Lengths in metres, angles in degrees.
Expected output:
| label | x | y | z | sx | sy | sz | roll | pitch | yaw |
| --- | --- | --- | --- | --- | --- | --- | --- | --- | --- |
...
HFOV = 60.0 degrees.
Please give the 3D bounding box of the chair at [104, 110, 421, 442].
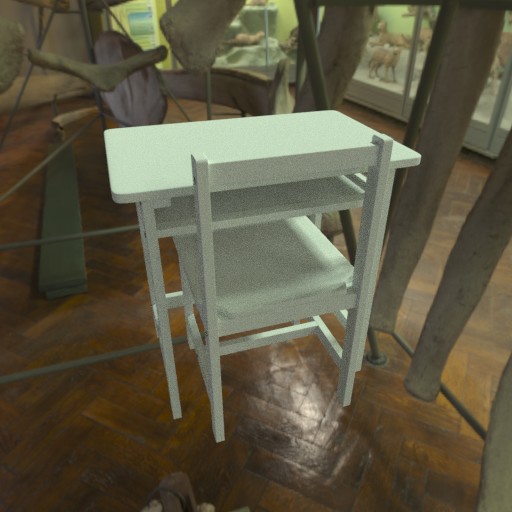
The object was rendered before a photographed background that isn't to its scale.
| label | x | y | z | sx | sy | sz | roll | pitch | yaw |
| --- | --- | --- | --- | --- | --- | --- | --- | --- | --- |
| chair | 0.000 | 0.000 | 1.070 | 0.599 | 0.673 | 0.461 | -10 | 33 | -15 |
